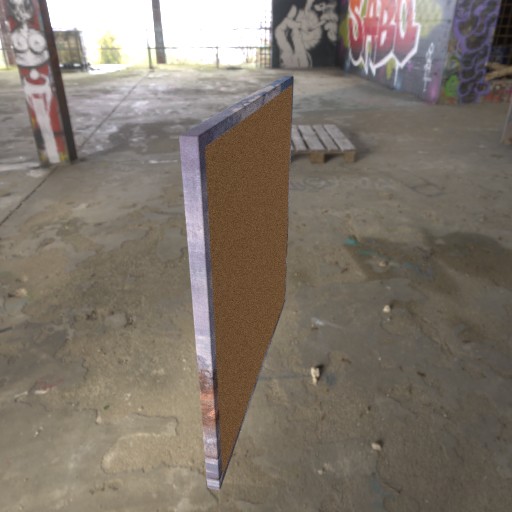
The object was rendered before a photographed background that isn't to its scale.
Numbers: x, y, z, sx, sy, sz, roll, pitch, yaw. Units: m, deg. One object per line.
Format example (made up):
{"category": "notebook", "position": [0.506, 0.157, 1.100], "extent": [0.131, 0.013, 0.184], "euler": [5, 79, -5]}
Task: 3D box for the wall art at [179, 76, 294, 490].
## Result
{"category": "wall art", "position": [0.000, 0.000, 1.304], "extent": [0.035, 0.897, 0.888], "euler": [7, 29, 12]}
